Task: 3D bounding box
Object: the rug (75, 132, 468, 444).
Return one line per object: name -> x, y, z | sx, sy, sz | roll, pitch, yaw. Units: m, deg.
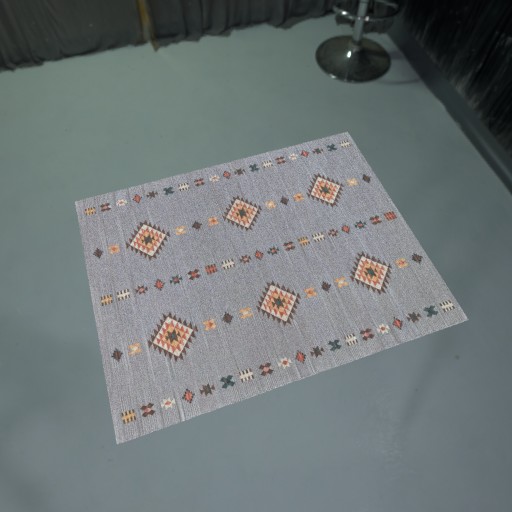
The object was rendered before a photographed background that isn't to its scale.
rug -> 0.000, 0.000, 4.155 | 3.035, 0.008, 2.425 | -17, 60, -10
